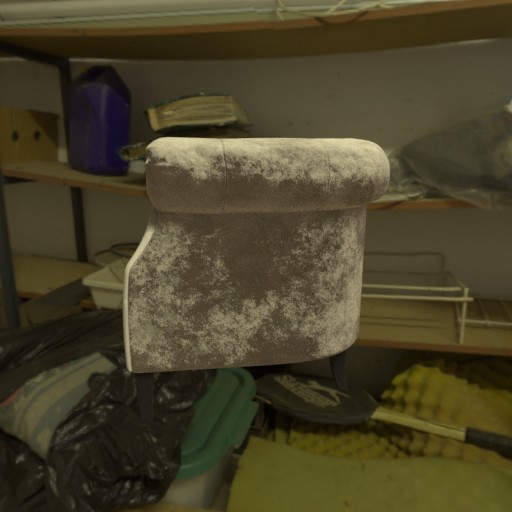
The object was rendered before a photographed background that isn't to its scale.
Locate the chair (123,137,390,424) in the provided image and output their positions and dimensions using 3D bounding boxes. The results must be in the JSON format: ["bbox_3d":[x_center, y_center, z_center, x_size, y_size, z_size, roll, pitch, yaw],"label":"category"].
[{"bbox_3d":[0.000,0.000,1.610,0.851,0.826,0.904,-2,14,-7],"label":"chair"}]
